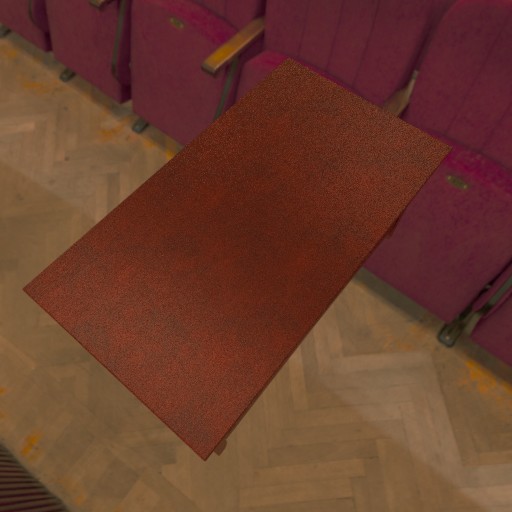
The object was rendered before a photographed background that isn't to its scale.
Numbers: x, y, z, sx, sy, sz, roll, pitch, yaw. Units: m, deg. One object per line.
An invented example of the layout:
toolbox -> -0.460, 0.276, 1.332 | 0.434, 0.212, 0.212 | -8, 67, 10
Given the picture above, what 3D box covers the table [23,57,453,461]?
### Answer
table -> 0.000, 0.000, 1.245 | 0.533, 0.456, 0.943 | 36, 68, 17
